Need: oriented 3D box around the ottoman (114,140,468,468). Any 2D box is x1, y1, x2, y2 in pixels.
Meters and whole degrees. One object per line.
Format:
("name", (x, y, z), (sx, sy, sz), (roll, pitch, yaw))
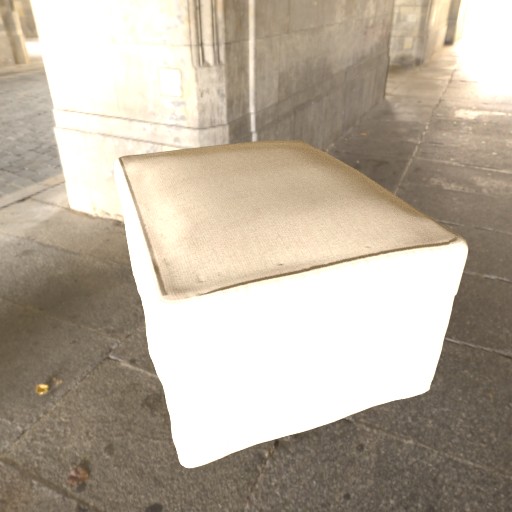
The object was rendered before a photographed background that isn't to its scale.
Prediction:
("ottoman", (0.000, 0.000, 1.229), (0.650, 0.485, 0.833), (-11, 32, -17))
